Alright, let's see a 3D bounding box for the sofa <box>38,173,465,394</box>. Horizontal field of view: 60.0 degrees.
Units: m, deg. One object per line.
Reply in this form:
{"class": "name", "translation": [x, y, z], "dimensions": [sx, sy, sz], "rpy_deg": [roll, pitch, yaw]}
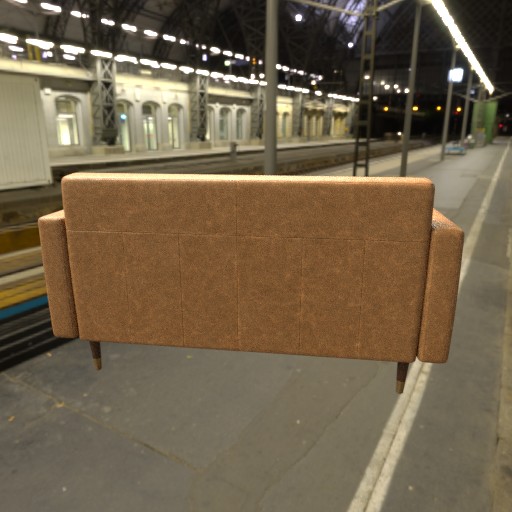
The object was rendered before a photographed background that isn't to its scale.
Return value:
{"class": "sofa", "translation": [0.000, 0.000, 2.061], "dimensions": [1.549, 0.820, 0.960], "rpy_deg": [2, 16, 8]}
